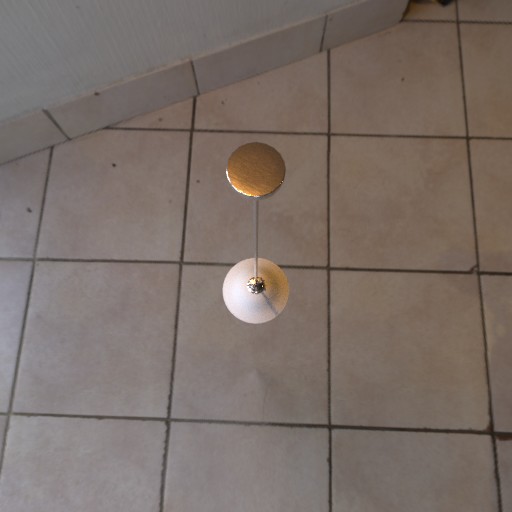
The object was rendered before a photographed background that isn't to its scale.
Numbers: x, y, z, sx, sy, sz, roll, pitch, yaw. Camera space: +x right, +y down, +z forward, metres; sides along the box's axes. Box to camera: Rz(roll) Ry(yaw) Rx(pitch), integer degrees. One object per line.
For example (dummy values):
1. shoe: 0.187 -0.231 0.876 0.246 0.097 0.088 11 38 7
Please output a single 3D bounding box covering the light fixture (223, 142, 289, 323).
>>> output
1. light fixture: 0.000 0.000 1.503 0.324 1.354 0.324 -16 76 -4
